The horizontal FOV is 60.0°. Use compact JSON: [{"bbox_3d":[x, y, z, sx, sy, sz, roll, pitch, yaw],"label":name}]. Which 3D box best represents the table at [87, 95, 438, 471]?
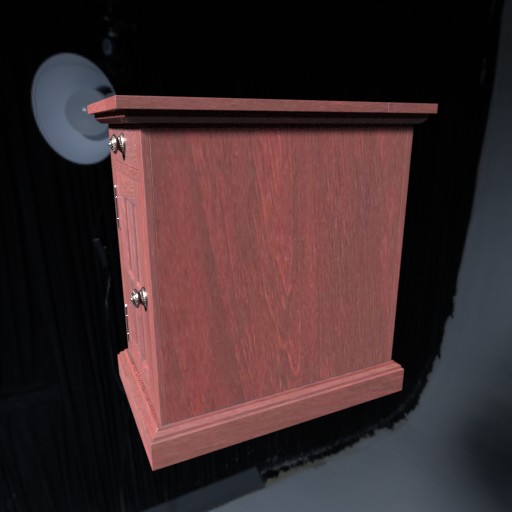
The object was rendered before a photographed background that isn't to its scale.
[{"bbox_3d":[0.000,0.000,0.947,0.584,0.612,0.356,-8,18,-25],"label":"table"}]
